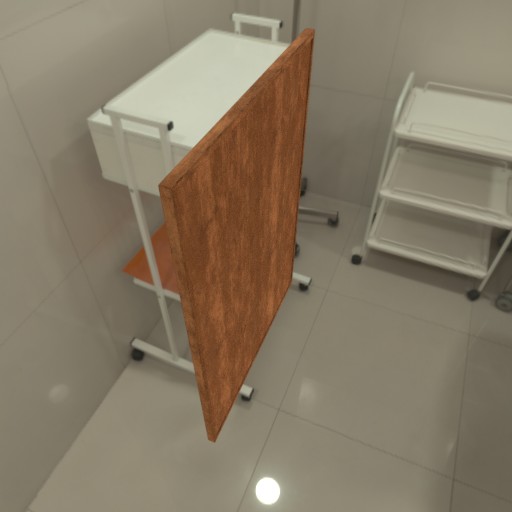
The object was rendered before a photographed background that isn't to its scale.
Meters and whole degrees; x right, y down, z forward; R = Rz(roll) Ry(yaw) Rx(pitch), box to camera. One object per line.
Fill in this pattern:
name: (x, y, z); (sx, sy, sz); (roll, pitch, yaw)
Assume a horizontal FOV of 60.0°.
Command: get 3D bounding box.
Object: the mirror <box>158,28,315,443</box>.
mirror: (0.000, 0.000, 1.396); (0.028, 1.099, 0.796); (17, 49, 16)
